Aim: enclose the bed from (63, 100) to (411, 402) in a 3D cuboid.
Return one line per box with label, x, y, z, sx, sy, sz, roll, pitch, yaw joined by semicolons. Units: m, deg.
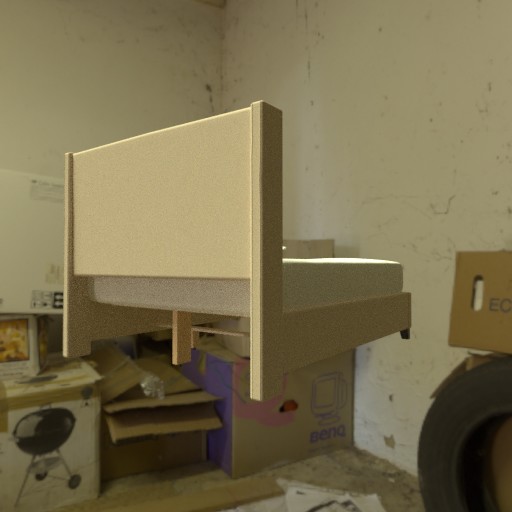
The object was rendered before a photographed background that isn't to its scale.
bed;0.000;0.000;3.585;1.778;1.471;2.293;-1;-1;37
